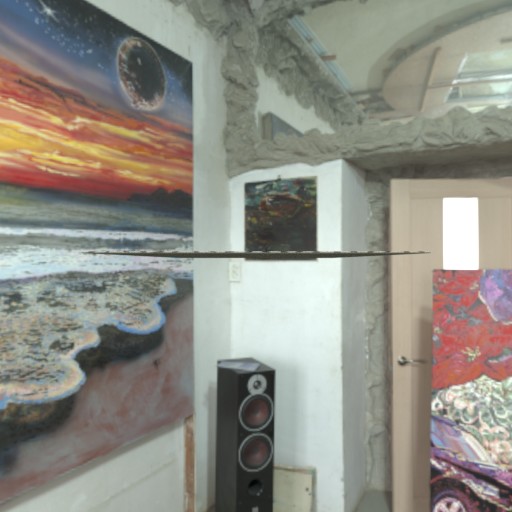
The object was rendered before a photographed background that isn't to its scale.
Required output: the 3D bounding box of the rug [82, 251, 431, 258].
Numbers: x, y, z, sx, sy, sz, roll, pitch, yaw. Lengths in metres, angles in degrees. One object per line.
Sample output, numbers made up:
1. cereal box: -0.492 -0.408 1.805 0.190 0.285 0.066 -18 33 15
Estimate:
1. rug: 0.000 0.000 3.132 1.523 0.008 2.438 0 -1 0
